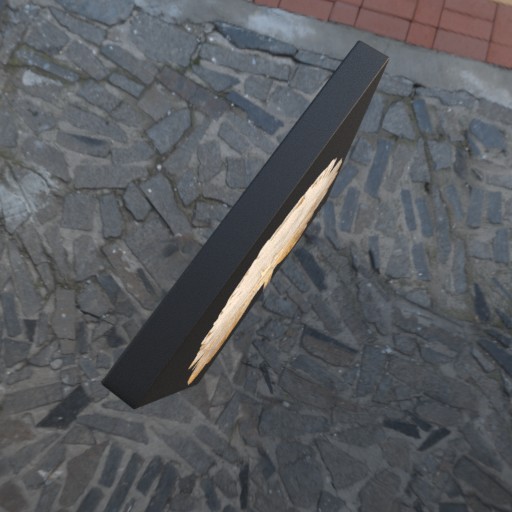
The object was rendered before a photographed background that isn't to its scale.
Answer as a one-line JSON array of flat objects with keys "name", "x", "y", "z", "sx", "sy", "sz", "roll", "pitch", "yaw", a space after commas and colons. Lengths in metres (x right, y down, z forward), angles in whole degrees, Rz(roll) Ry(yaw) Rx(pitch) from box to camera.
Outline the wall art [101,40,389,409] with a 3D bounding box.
[{"name": "wall art", "x": 0.000, "y": 0.000, "z": 0.600, "sx": 0.041, "sy": 0.407, "sz": 0.406, "roll": 34, "pitch": 79, "yaw": 8}]
